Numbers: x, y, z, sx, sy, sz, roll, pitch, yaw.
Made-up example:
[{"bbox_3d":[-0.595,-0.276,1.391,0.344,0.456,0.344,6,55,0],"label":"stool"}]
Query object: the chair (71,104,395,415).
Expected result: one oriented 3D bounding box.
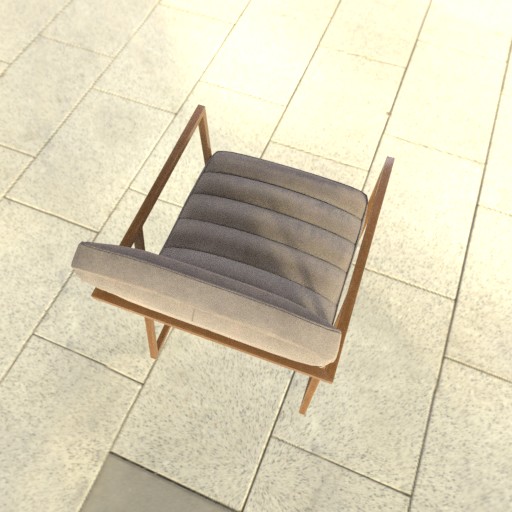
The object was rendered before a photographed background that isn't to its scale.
[{"bbox_3d":[0.000,0.000,1.296,0.578,0.843,0.682,18,65,9],"label":"chair"}]
